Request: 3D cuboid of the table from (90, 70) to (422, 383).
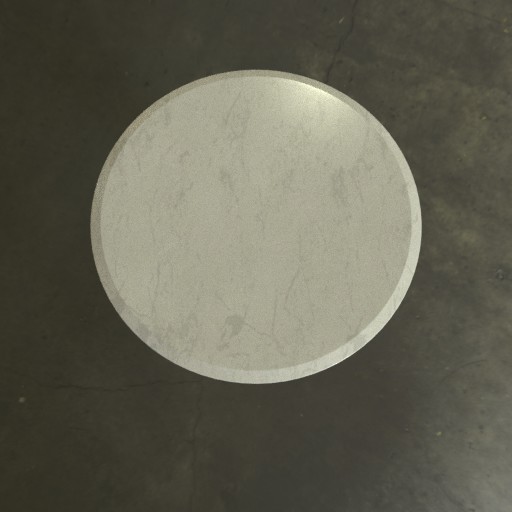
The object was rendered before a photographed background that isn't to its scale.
[{"bbox_3d":[0.000,0.000,0.757,0.407,0.447,0.407,0,76,0],"label":"table"}]
